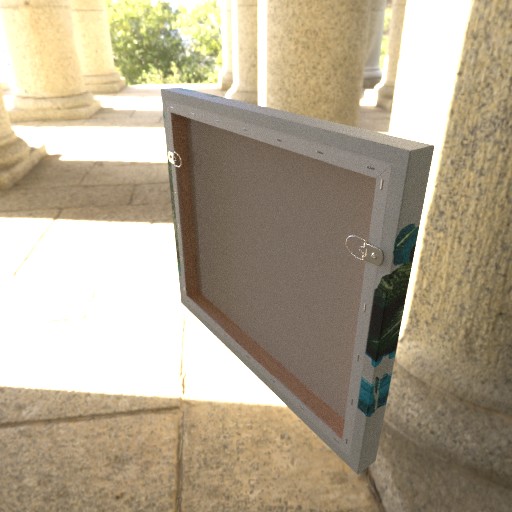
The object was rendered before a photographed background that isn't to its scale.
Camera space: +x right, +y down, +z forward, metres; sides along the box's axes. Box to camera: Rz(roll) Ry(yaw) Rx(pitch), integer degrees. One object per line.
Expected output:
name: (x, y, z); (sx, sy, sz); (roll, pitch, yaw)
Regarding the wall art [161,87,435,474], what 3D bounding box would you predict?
wall art: (0.000, 0.000, 0.680); (0.041, 0.435, 0.507); (-19, 33, -31)
